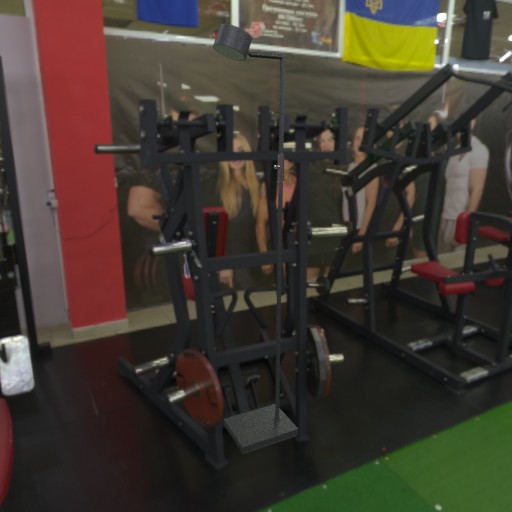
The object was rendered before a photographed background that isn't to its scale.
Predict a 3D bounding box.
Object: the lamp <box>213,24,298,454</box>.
[{"bbox_3d":[0.000,0.000,1.717,0.304,1.600,0.203,-8,17,-25],"label":"lamp"}]
